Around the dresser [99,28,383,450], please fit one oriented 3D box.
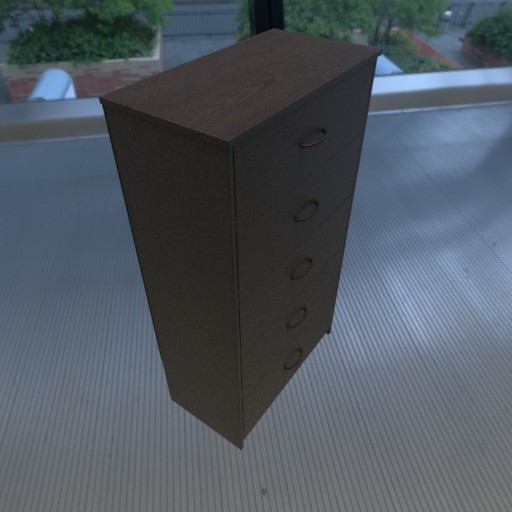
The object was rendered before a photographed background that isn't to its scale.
[{"bbox_3d":[0.000,0.000,1.536,0.418,1.254,0.704,25,47,26],"label":"dresser"}]
